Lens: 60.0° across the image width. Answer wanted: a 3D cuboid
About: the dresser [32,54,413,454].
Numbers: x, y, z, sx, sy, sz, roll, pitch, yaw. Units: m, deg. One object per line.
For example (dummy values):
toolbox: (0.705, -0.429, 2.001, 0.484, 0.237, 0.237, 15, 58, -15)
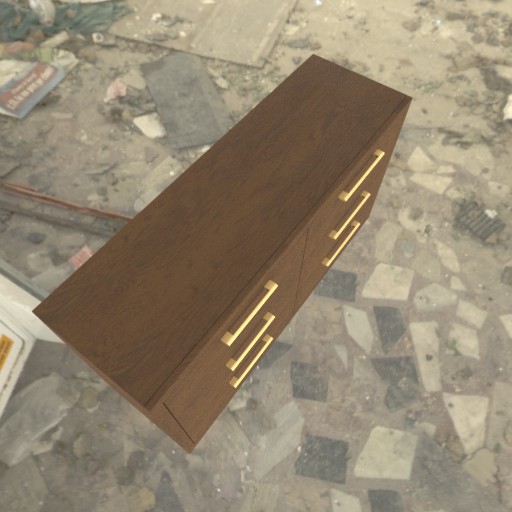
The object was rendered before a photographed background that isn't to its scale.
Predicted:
dresser: (0.000, 0.000, 1.919, 0.512, 0.889, 1.523, 32, 64, 18)
